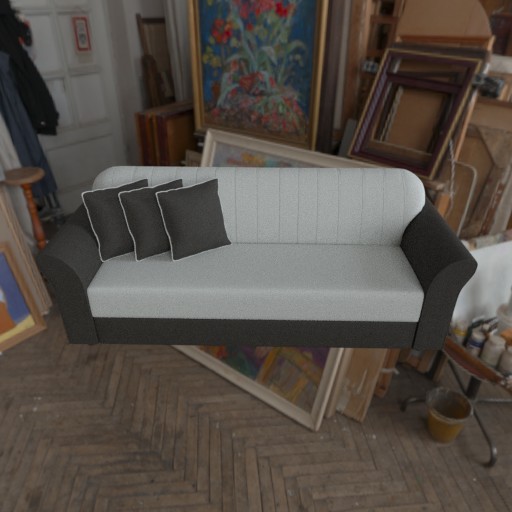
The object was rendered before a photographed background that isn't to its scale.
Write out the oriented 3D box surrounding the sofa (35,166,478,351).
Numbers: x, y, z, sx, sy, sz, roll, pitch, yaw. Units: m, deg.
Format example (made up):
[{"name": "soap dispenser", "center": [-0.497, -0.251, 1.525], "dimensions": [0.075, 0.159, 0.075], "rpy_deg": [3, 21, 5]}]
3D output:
[{"name": "sofa", "center": [0.000, 0.000, 2.414], "dimensions": [2.001, 0.787, 0.755], "rpy_deg": [1, 31, 1]}]
